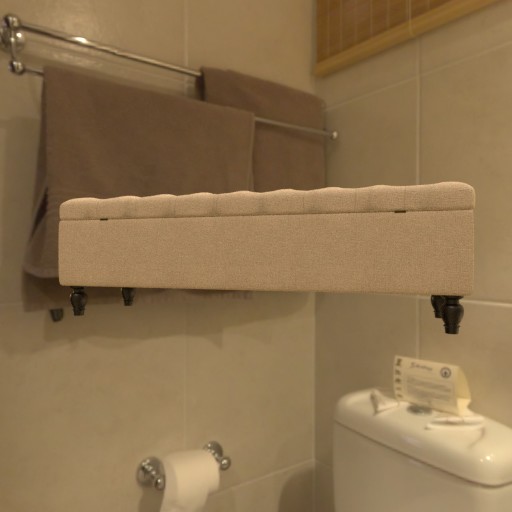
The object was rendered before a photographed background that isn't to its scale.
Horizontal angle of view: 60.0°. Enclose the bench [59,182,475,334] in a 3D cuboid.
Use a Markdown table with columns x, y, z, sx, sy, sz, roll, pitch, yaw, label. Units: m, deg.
| x | y | z | sx | sy | sz | roll | pitch | yaw | label |
| --- | --- | --- | --- | --- | --- | --- | --- | --- | --- |
| 0.000 | 0.000 | 1.714 | 1.480 | 0.467 | 0.455 | 0 | 0 | 17 | bench |
